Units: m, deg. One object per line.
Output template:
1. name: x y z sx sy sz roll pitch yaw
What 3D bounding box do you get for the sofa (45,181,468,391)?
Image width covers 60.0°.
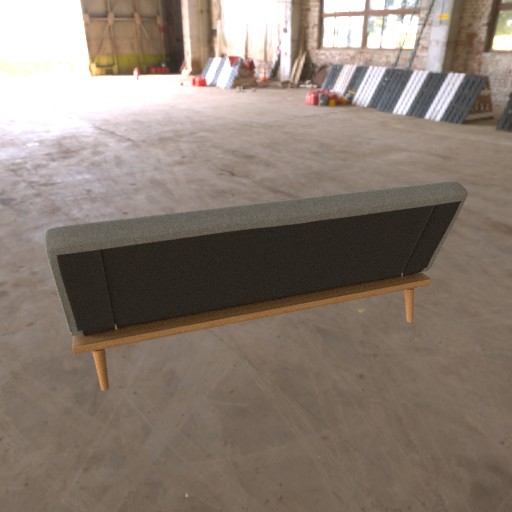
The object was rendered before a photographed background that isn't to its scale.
1. sofa: 0.000 0.000 2.250 1.820 0.800 0.800 -9 28 -17
